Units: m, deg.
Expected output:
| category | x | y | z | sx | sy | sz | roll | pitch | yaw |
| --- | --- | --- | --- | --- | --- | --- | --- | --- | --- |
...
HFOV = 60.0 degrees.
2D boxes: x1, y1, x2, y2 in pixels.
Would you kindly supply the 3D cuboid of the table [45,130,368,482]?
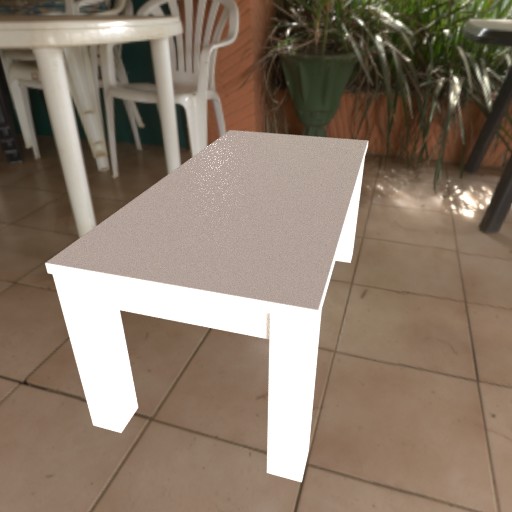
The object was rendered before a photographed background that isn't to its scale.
| category | x | y | z | sx | sy | sz | roll | pitch | yaw |
| --- | --- | --- | --- | --- | --- | --- | --- | --- | --- |
| table | 0.000 | 0.000 | 2.277 | 0.900 | 0.790 | 1.800 | 8 | 31 | 14 |
